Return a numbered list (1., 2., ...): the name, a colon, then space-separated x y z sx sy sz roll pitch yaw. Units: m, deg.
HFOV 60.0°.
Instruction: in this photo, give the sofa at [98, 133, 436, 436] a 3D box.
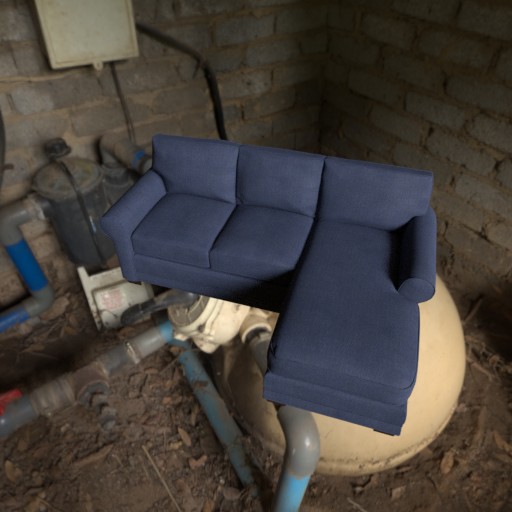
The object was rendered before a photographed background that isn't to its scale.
1. sofa: 0.000 0.000 3.367 2.567 1.063 1.780 11 41 13
